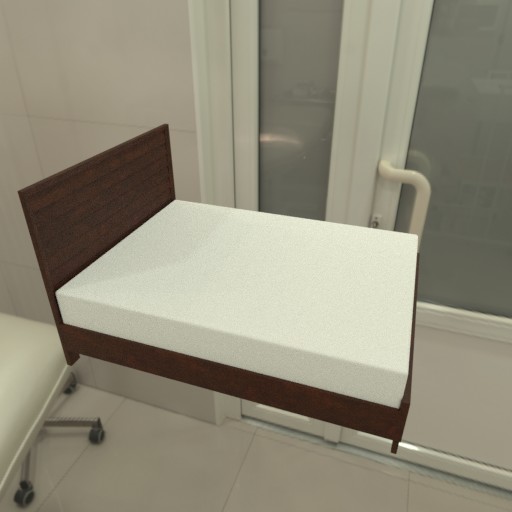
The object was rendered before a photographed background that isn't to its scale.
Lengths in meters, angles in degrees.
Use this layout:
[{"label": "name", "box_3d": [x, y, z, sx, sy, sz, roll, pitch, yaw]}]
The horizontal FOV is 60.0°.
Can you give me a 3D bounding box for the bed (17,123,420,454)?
[{"label": "bed", "box_3d": [0.000, 0.000, 3.064, 2.184, 1.270, 1.600, 10, 32, 17]}]
